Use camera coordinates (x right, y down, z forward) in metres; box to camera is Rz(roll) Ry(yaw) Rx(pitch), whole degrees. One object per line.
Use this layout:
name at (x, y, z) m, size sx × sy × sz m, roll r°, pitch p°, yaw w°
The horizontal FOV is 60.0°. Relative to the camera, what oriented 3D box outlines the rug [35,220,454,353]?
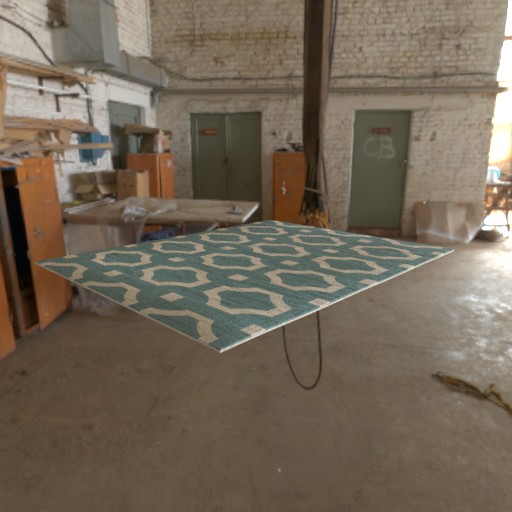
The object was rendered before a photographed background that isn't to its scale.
rug at (0.000, 0.000, 4.121) m, size 2.466 × 0.021 × 3.049 m, roll 14°, pitch 20°, yaw 43°
